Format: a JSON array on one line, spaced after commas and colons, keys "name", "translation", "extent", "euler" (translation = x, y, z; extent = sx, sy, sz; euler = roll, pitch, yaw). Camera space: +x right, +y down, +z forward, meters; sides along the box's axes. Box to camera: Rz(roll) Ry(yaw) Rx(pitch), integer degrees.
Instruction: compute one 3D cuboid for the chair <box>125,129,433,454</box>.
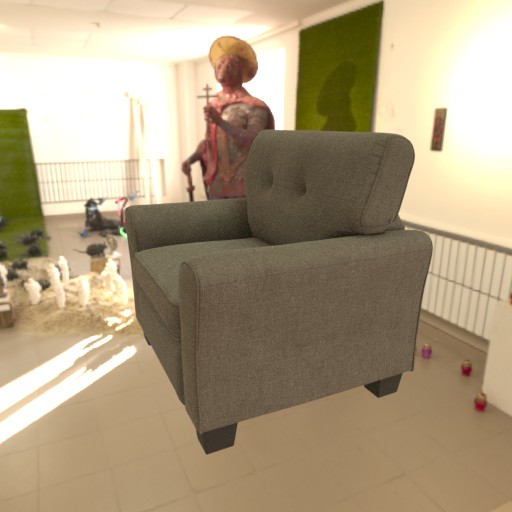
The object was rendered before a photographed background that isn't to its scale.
[{"name": "chair", "translation": [0.000, 0.000, 1.642], "extent": [0.816, 0.890, 0.941], "euler": [-8, 18, -25]}]
